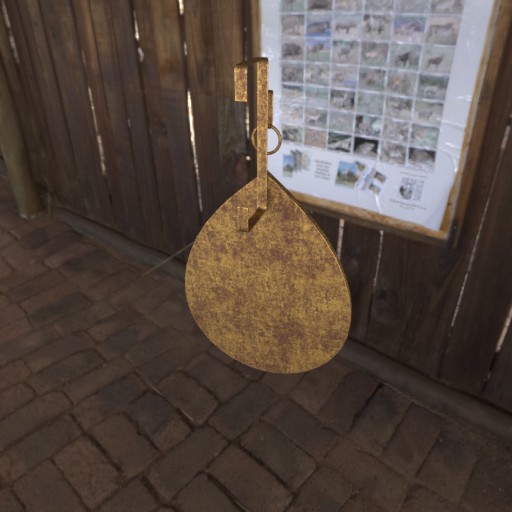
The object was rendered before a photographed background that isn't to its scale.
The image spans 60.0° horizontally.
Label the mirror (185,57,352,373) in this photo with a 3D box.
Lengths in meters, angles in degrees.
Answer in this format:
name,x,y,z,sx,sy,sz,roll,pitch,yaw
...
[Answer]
name,x,y,z,sx,sy,sz,roll,pitch,yaw
mirror,0.000,0.000,0.911,0.405,0.744,0.144,10,32,16
